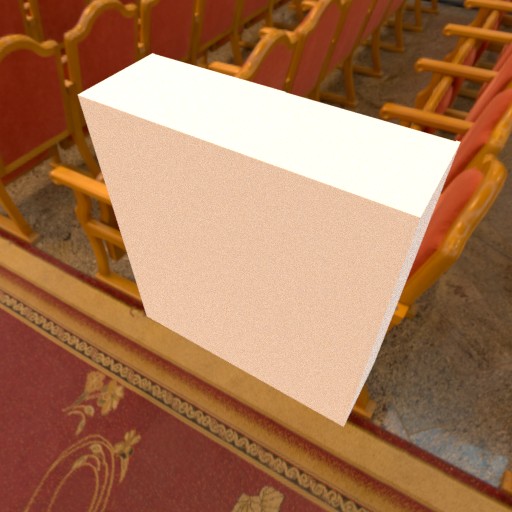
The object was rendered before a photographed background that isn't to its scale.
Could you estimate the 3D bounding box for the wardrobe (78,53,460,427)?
[{"bbox_3d":[0.000,0.000,2.923,1.830,2.020,0.600,24,52,21],"label":"wardrobe"}]
